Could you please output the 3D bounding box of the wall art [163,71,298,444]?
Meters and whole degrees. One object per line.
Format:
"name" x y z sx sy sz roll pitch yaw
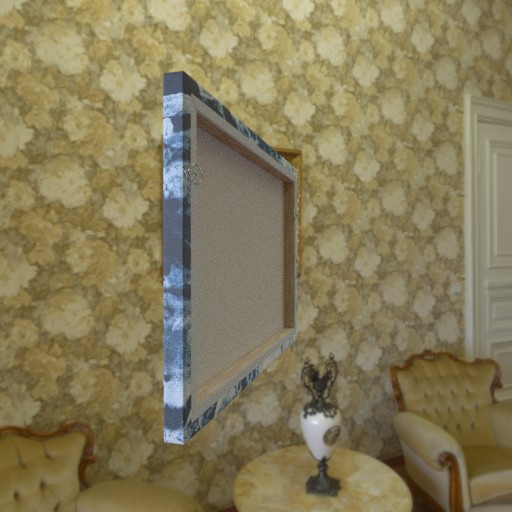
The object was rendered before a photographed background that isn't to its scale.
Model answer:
"wall art" 0.000 0.000 1.161 0.042 0.610 0.915 0 1 17
